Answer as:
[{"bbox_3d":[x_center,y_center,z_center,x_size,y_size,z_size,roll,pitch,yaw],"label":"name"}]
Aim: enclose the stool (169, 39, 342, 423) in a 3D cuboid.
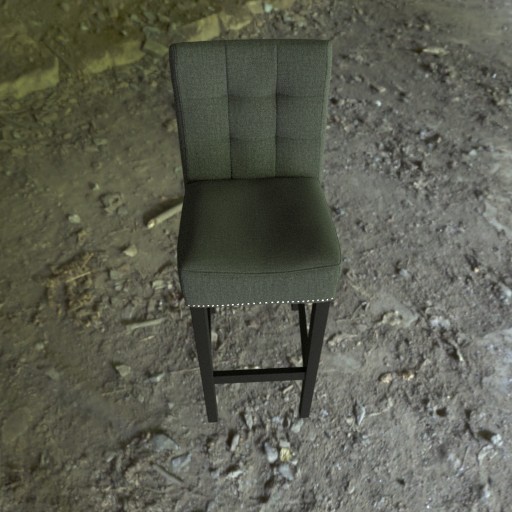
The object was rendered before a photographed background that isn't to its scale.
[{"bbox_3d":[0.000,0.000,1.310,0.411,1.047,0.548,-2,47,-2],"label":"stool"}]
